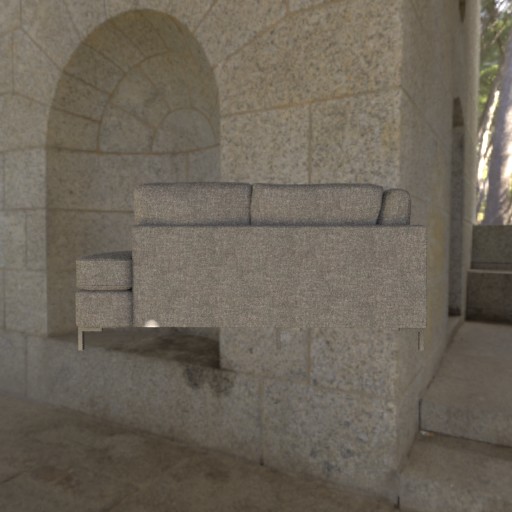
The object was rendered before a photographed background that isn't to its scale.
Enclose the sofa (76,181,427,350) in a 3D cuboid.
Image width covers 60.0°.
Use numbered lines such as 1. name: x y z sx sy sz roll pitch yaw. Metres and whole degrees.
1. sofa: 0.000 0.000 4.242 2.048 0.999 3.423 0 2 1
